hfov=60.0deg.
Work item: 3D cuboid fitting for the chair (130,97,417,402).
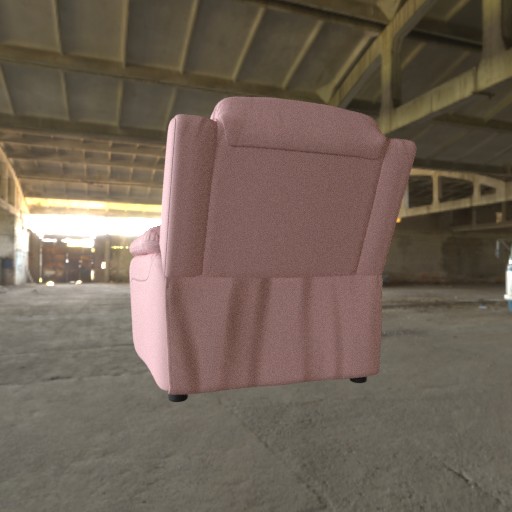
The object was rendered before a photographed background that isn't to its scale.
[{"bbox_3d":[0.000,0.000,1.294,0.680,0.702,0.709,0,-1,-20],"label":"chair"}]
